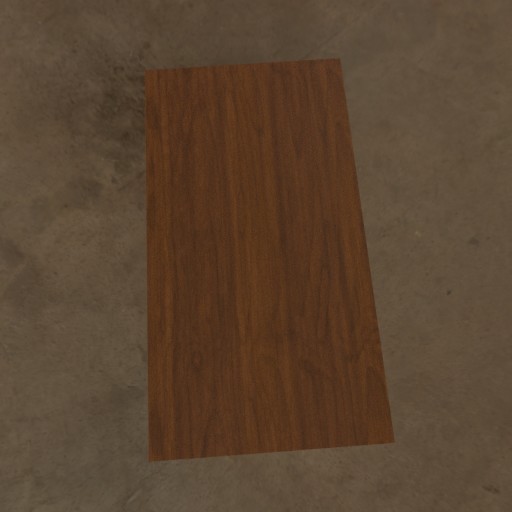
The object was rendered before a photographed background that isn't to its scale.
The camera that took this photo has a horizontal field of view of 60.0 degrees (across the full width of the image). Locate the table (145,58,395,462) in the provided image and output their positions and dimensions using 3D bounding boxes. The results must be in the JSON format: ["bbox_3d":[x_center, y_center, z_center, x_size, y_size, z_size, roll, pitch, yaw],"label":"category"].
[{"bbox_3d":[0.000,0.000,1.364,0.574,0.414,1.057,-4,75,-1],"label":"table"}]
